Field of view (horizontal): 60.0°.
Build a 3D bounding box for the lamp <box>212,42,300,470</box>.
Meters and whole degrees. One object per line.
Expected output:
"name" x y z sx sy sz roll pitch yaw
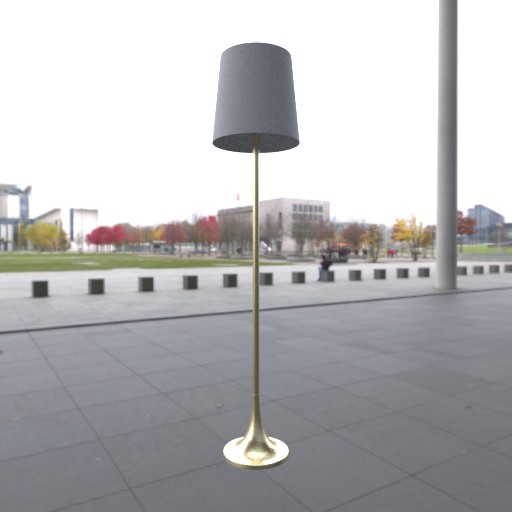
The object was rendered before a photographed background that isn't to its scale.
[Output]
"lamp" 0.000 0.000 1.720 0.337 1.543 0.337 0 1 0
